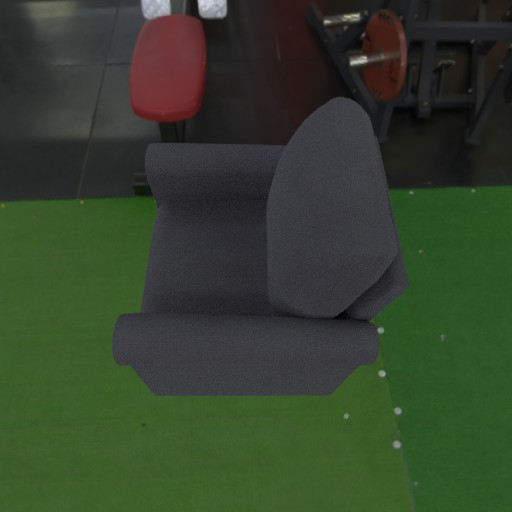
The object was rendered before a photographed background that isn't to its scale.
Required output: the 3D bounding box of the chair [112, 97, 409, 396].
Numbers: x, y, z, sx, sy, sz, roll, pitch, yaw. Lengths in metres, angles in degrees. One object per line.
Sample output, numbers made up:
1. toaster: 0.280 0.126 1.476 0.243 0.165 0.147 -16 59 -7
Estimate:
1. chair: 0.000 0.000 1.597 0.828 0.942 0.867 0 57 0
